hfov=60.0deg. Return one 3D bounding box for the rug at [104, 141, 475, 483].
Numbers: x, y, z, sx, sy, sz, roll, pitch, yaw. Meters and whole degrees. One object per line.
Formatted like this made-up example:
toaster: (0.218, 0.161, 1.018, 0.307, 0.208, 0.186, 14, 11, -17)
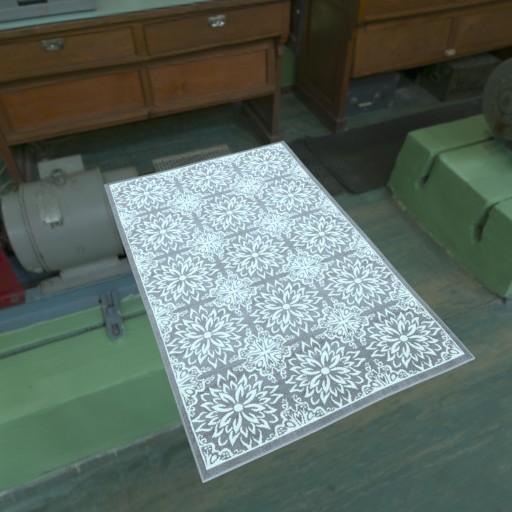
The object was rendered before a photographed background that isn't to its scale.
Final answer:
rug: (0.000, 0.000, 3.410, 1.819, 0.018, 2.746, -18, 49, -16)
